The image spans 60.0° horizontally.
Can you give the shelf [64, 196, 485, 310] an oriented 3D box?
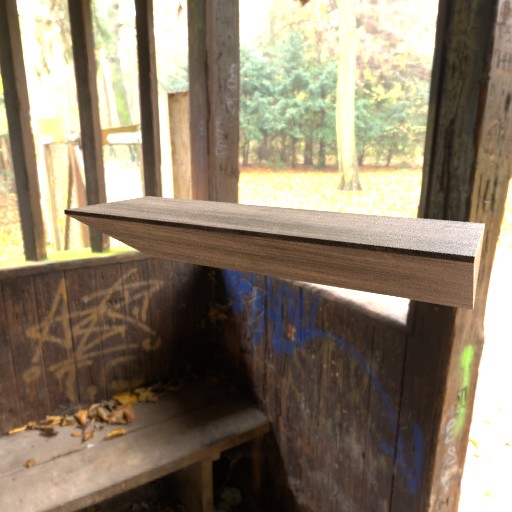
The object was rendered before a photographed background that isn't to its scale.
[{"bbox_3d":[0.000,0.000,0.684,0.610,0.125,0.200,8,17,28],"label":"shelf"}]
